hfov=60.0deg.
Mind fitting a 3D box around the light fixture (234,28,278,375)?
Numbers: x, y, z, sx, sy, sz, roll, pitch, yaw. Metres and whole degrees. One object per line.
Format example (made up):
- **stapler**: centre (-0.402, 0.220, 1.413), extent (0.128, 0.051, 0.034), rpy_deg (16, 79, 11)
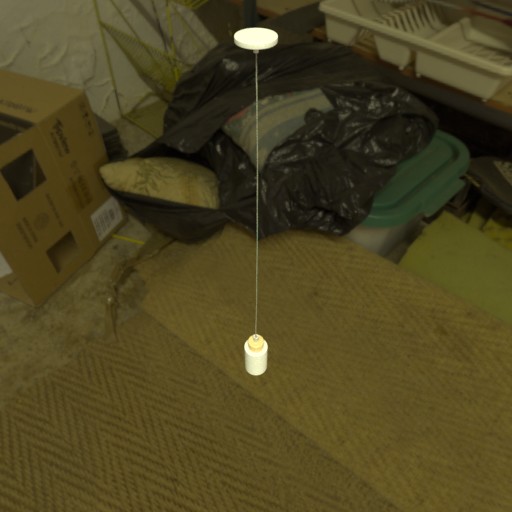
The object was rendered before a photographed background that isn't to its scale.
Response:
- **light fixture**: centre (0.000, 0.000, 1.905), extent (0.125, 1.798, 0.125), rpy_deg (16, 48, 15)
